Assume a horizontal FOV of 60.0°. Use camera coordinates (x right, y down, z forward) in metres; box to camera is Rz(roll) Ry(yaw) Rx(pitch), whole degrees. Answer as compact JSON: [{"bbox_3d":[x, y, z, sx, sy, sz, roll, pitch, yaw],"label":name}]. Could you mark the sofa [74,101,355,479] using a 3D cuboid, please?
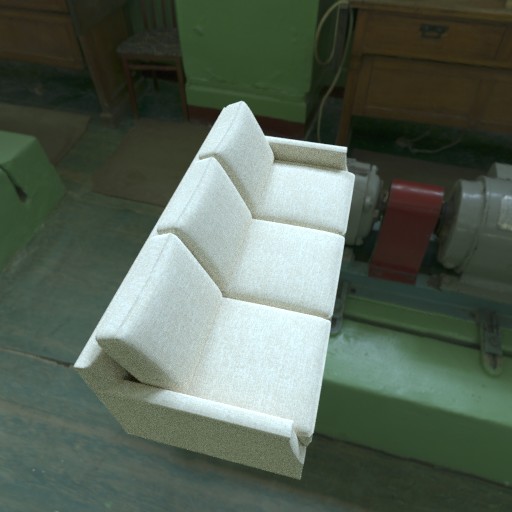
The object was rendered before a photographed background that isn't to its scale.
[{"bbox_3d":[0.000,0.000,2.753,1.041,0.940,2.210,11,49,9],"label":"sofa"}]
